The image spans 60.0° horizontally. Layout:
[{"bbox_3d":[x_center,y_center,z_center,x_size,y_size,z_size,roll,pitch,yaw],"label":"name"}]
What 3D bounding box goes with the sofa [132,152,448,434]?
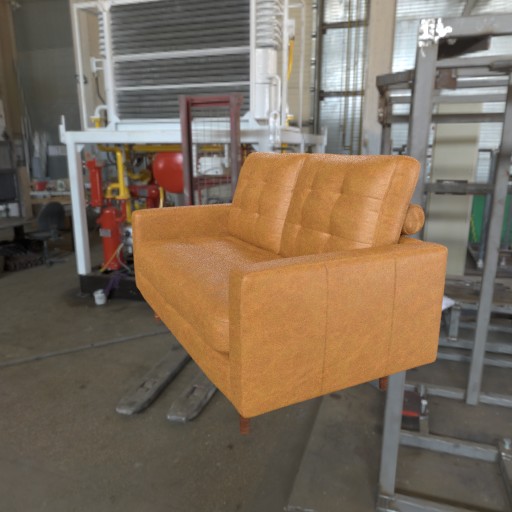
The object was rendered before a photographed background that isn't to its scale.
[{"bbox_3d":[0.000,0.000,1.995,0.868,0.898,1.430,-7,15,-26],"label":"sofa"}]
